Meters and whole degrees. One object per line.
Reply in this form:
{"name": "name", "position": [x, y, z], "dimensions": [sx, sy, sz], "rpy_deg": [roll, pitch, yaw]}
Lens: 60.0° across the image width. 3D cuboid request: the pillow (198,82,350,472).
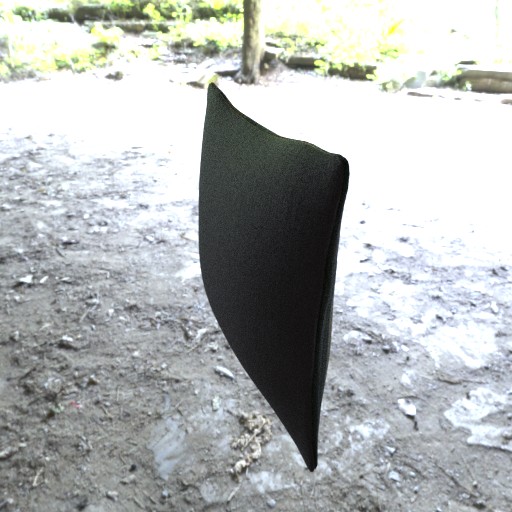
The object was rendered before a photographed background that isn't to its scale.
{"name": "pillow", "position": [0.000, 0.000, 0.644], "dimensions": [0.136, 0.419, 0.437], "rpy_deg": [-11, 32, -18]}
